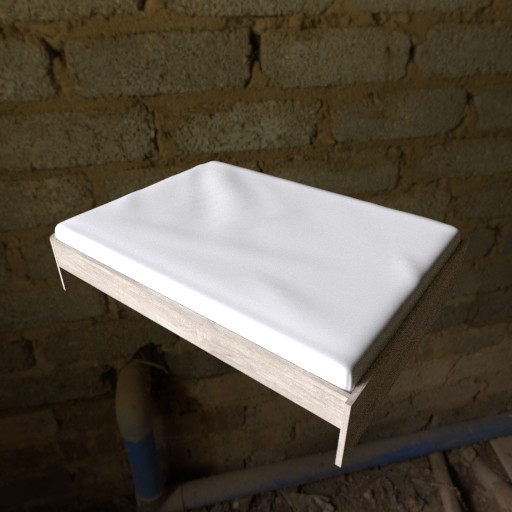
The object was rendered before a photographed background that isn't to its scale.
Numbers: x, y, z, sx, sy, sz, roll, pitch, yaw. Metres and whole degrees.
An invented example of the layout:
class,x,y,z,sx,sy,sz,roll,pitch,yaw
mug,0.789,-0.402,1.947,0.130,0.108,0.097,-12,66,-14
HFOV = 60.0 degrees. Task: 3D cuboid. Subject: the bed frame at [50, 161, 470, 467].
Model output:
class,x,y,z,sx,sy,sz,roll,pitch,yaw
bed frame,0.000,0.000,2.597,1.950,0.462,1.490,22,38,31
